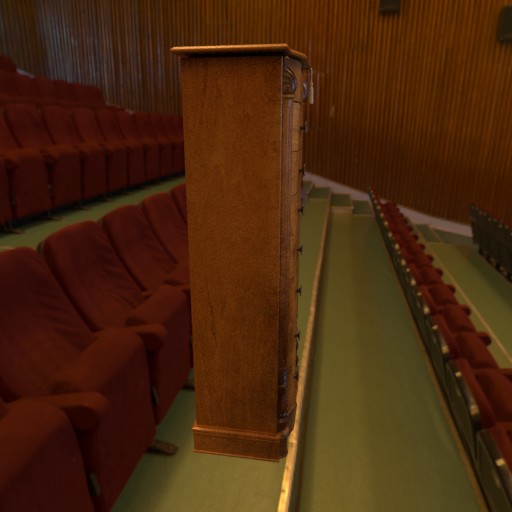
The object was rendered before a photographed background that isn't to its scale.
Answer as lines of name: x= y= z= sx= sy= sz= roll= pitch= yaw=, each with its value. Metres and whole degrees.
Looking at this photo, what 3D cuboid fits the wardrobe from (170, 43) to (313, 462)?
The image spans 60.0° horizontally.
wardrobe: x=0.000 y=0.000 z=1.173 sx=0.273 sy=0.959 sz=0.406 roll=3 pitch=16 yaw=9
